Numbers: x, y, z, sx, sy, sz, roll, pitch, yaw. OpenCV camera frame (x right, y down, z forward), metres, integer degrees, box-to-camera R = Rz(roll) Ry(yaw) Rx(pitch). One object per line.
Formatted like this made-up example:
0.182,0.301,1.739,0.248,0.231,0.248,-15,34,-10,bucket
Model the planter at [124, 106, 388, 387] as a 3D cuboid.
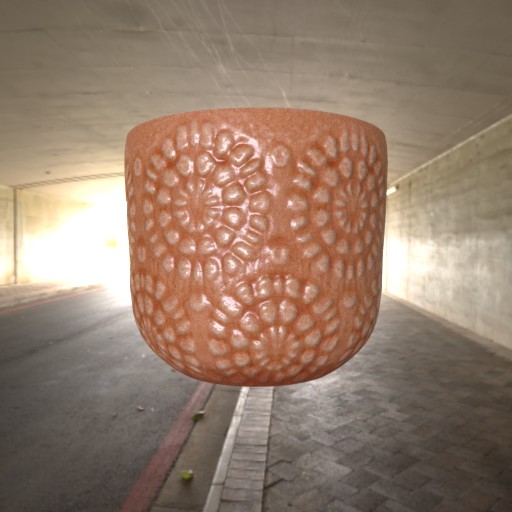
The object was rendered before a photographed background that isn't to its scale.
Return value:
0.000,0.000,0.219,0.124,0.109,0.124,0,1,0,planter
